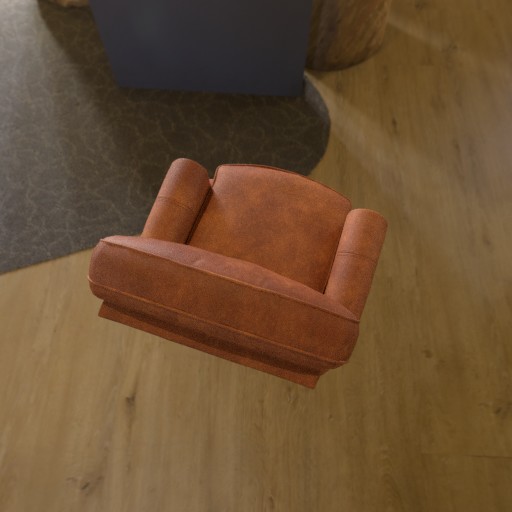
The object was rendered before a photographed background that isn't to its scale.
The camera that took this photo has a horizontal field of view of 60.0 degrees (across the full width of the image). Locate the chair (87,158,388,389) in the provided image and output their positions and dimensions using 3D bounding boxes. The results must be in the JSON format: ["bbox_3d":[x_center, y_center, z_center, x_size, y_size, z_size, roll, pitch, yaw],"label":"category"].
[{"bbox_3d":[0.000,0.000,1.790,0.936,1.018,0.986,17,66,8],"label":"chair"}]
